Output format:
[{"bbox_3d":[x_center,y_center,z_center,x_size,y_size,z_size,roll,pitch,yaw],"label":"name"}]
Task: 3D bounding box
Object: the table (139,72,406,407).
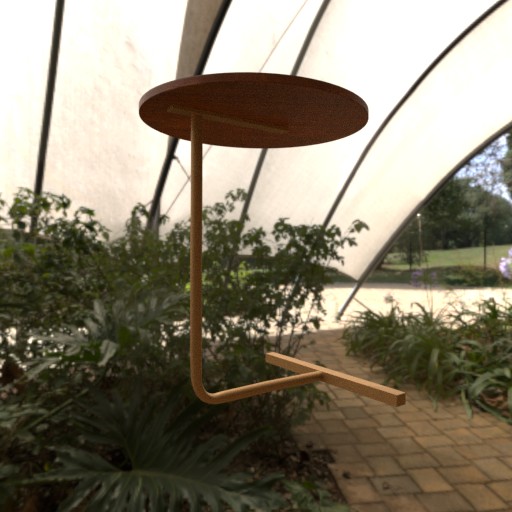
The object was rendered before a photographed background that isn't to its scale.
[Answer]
[{"bbox_3d":[0.000,0.000,1.121,0.577,0.706,0.530,0,1,-35],"label":"table"}]
